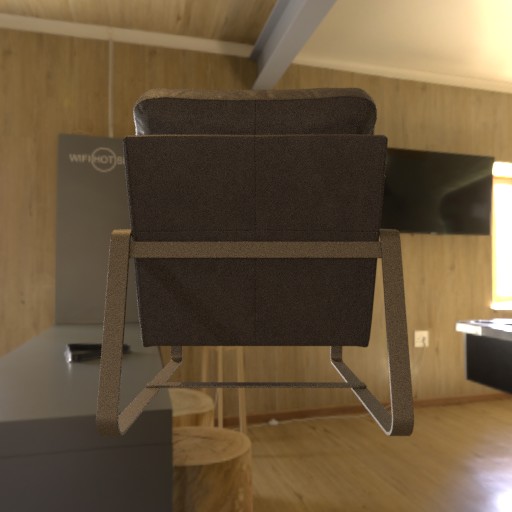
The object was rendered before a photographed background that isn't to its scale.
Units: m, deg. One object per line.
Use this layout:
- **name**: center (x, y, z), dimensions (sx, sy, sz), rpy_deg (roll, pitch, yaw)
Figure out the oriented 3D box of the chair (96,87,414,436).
- **chair**: center (0.000, 0.000, 1.411), dimensions (0.692, 0.839, 0.878), rpy_deg (0, -2, 0)
